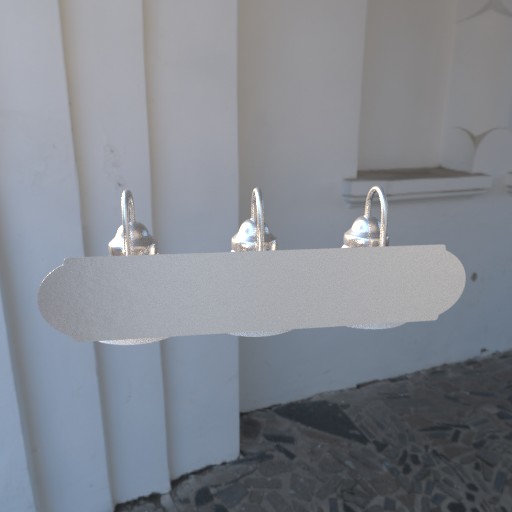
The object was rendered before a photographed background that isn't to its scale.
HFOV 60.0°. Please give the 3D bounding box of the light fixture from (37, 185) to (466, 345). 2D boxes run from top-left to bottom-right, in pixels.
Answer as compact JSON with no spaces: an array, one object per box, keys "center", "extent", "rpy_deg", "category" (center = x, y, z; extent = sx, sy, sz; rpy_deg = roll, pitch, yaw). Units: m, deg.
[{"center":[0.000,0.000,0.714],"extent":[0.610,0.222,0.199],"rpy_deg":[-2,15,-8],"category":"light fixture"}]
